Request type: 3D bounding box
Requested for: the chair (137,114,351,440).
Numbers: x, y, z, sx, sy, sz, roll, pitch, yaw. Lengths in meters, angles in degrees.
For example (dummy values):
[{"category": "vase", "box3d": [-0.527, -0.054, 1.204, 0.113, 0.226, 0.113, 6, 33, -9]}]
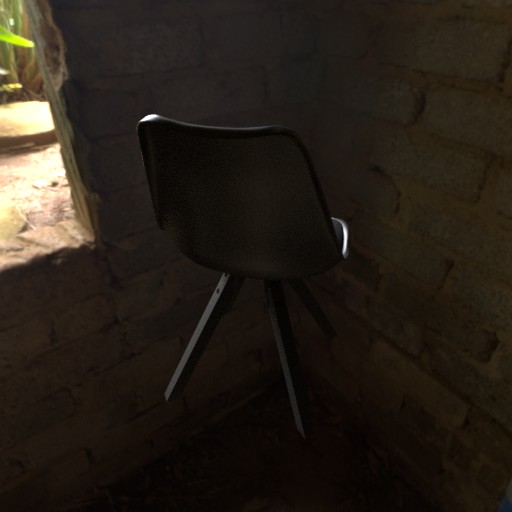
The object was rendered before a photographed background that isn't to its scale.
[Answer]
[{"category": "chair", "box3d": [0.000, 0.000, 1.190, 0.485, 0.850, 0.530, 10, 34, 15]}]
